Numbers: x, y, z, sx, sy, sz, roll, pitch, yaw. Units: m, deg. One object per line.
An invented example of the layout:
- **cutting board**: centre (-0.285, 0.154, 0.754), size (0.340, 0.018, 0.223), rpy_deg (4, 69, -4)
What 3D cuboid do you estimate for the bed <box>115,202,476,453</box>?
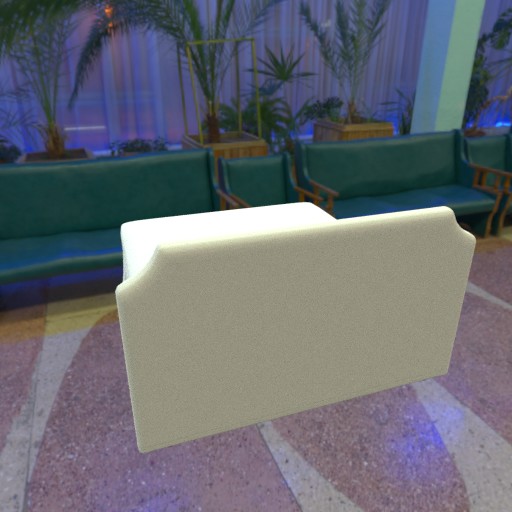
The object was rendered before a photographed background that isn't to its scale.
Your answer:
- **bed**: centre (0.000, 0.000, 3.529), size (2.160, 1.301, 2.204), rpy_deg (-8, 26, -17)
